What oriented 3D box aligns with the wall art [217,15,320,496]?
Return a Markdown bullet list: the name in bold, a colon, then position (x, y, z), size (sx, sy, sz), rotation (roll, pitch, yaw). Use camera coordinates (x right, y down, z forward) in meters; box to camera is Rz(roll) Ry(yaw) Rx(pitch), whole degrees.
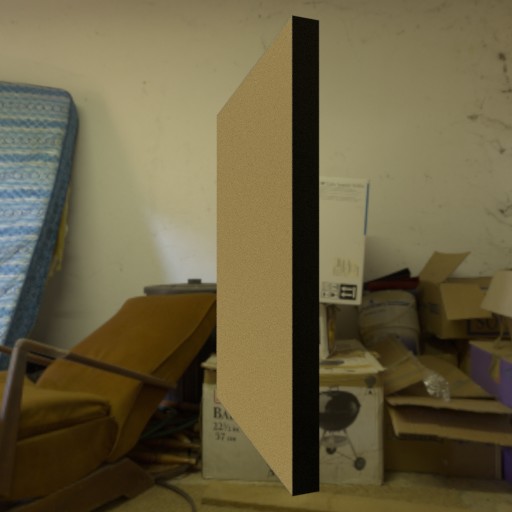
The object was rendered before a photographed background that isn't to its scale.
- **wall art**: position (0.000, 0.000, 0.575), size (0.031, 0.457, 0.313), rotation (0, 0, -18)
